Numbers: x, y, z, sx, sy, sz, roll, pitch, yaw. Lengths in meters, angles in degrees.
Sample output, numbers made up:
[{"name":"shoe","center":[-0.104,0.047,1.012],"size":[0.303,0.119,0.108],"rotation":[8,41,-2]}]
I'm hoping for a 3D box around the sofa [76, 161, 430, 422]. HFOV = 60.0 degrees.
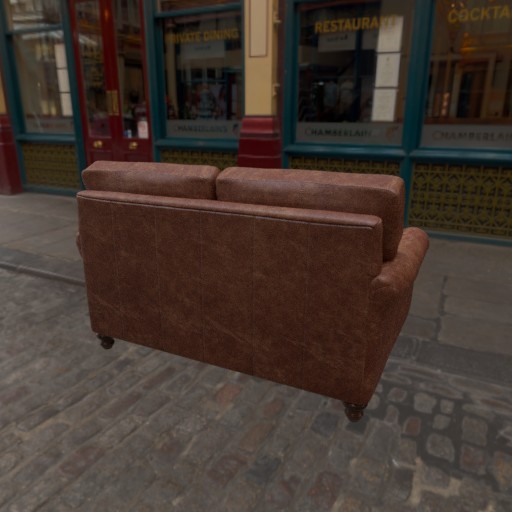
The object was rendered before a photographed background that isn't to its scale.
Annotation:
[{"name":"sofa","center":[0.000,0.000,2.289],"size":[1.616,0.967,0.990],"rotation":[8,19,25]}]
